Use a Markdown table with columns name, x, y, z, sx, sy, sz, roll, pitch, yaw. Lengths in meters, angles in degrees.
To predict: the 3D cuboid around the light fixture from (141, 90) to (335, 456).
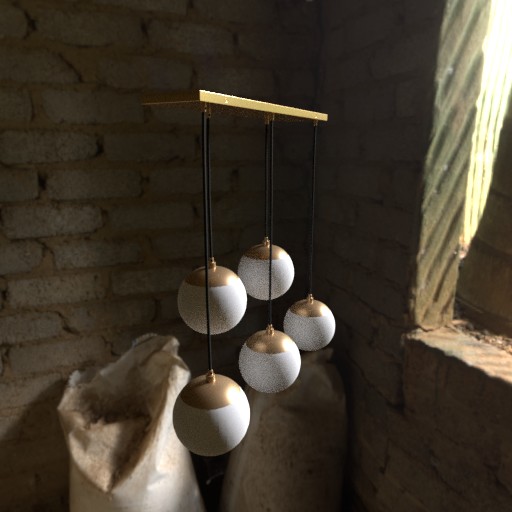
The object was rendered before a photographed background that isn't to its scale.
| name | x | y | z | sx | sy | sz | roll | pitch | yaw |
| --- | --- | --- | --- | --- | --- | --- | --- | --- | --- |
| light fixture | 0.000 | 0.000 | 1.359 | 0.299 | 0.869 | 0.863 | 7 | 15 | 28 |
